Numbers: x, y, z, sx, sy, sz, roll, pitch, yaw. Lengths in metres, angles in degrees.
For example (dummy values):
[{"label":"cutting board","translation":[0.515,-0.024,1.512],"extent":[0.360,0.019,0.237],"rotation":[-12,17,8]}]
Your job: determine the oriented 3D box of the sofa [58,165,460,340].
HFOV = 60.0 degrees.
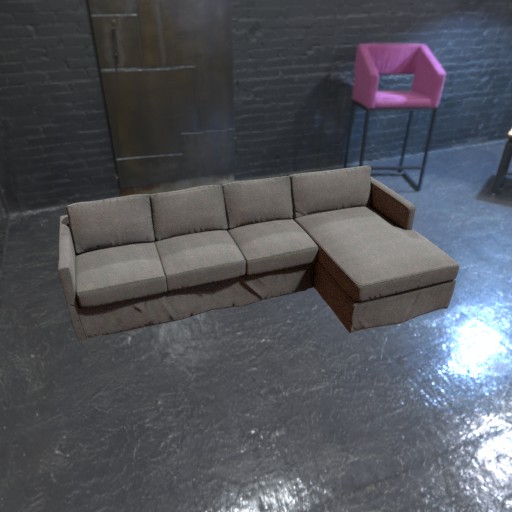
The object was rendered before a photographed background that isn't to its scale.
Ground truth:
[{"label":"sofa","translation":[0.000,0.000,3.950],"extent":[3.205,0.922,1.650],"rotation":[-11,34,-16]}]
